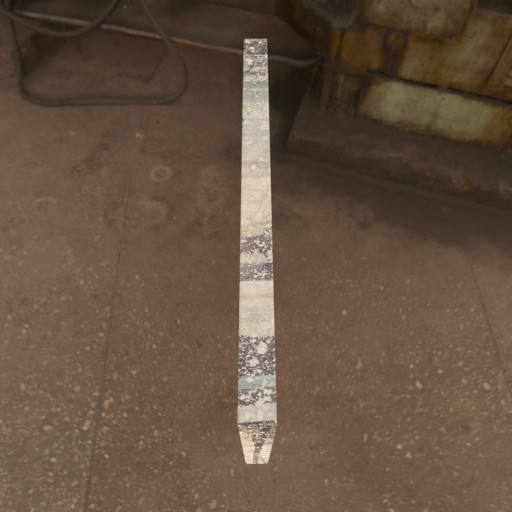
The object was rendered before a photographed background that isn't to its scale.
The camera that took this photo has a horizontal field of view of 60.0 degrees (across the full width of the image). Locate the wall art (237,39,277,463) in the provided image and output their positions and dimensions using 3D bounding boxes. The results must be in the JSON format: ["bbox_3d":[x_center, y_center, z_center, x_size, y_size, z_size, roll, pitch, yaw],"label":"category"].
[{"bbox_3d":[0.000,0.000,0.765,0.042,0.398,0.618,0,60,0],"label":"wall art"}]
